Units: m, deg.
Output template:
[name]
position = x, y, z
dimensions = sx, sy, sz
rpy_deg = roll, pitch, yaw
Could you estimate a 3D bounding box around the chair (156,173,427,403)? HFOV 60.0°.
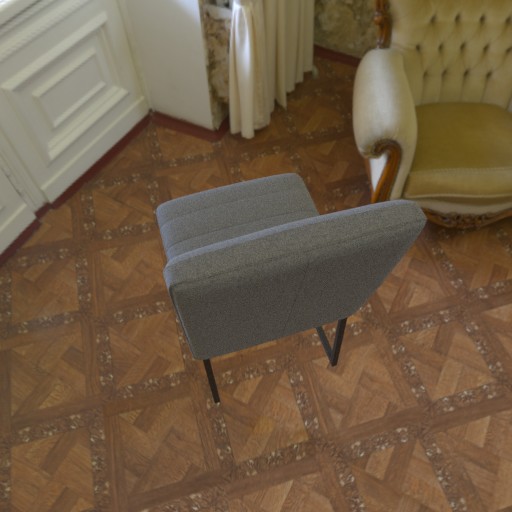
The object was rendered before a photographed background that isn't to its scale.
[chair]
position = 0.000, 0.000, 1.337
dimensions = 0.520, 0.930, 0.634
rpy_deg = -15, 58, -9
